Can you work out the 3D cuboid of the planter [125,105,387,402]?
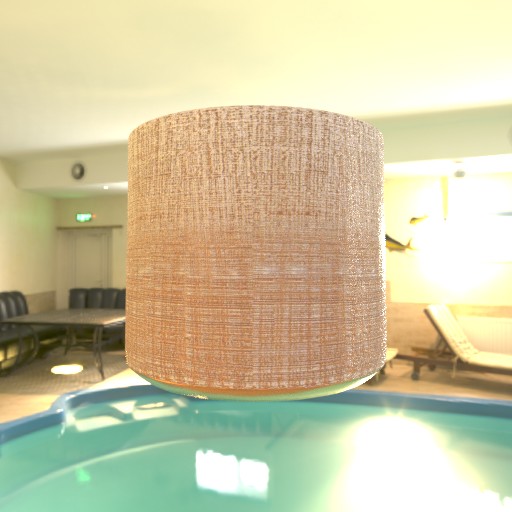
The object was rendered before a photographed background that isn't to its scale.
[{"bbox_3d":[0.000,0.000,0.192,0.109,0.096,0.109,0,0,0],"label":"planter"}]
